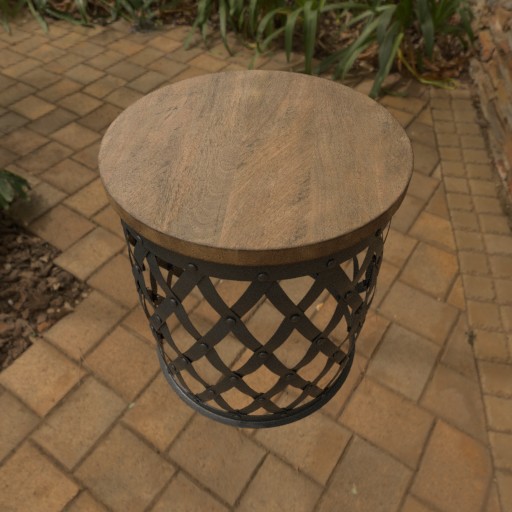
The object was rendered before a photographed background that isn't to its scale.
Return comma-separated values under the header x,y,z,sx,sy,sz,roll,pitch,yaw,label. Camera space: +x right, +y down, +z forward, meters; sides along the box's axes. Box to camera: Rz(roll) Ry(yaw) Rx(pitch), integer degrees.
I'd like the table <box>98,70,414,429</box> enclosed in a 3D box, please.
x,y,z,sx,sy,sz,roll,pitch,yaw,label
0.000,0.000,0.748,0.405,0.454,0.405,0,47,0,table
